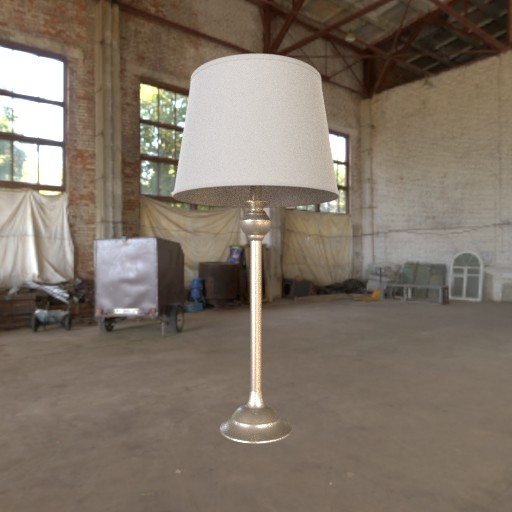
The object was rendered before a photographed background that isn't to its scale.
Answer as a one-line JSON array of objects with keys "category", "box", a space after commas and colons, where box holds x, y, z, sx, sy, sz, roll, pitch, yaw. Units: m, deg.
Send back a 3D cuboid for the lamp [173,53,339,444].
[{"category": "lamp", "box": [0.000, 0.000, 0.895, 0.331, 0.698, 0.331, 0, 0, 0]}]
